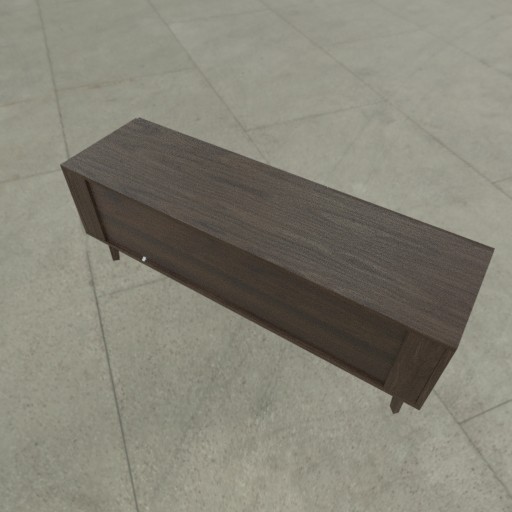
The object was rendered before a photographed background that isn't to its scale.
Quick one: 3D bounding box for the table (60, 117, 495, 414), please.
[{"bbox_3d":[0.000,0.000,1.616,1.397,0.508,0.405,25,51,22],"label":"table"}]
